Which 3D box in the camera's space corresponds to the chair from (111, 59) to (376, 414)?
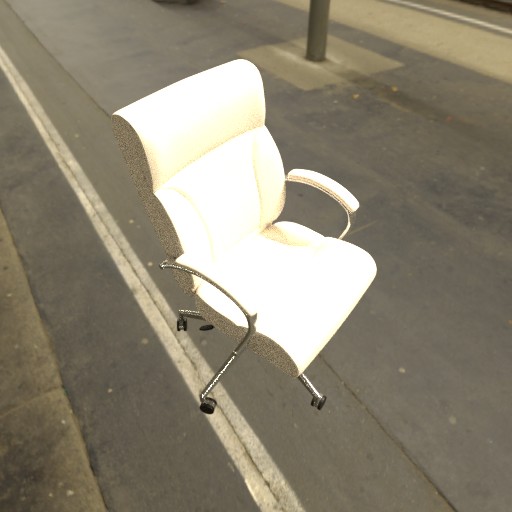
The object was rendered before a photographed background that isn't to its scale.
[{"bbox_3d":[0.000,0.000,1.571,0.745,1.099,0.727,26,48,26],"label":"chair"}]
